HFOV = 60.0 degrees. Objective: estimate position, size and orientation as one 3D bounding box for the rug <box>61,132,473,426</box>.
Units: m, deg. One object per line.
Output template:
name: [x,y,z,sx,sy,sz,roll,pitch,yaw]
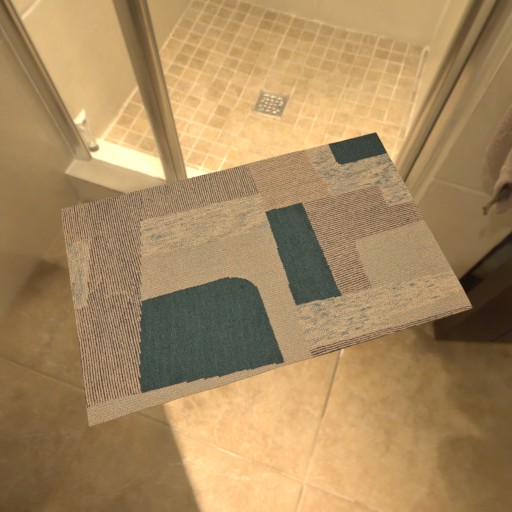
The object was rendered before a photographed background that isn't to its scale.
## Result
rug: [0.000,0.000,2.987,2.436,0.015,1.521,-15,65,-7]
